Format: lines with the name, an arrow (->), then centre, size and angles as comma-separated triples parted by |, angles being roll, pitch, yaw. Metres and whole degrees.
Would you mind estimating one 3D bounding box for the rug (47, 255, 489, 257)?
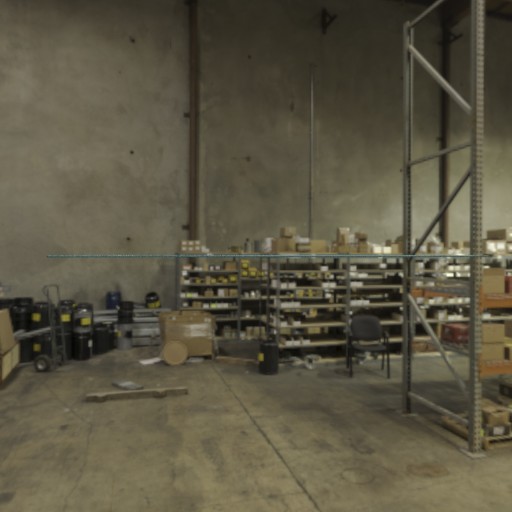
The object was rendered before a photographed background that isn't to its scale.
rug -> 0.000, 0.000, 3.002 | 2.373, 0.009, 1.622 | 0, 0, -16
